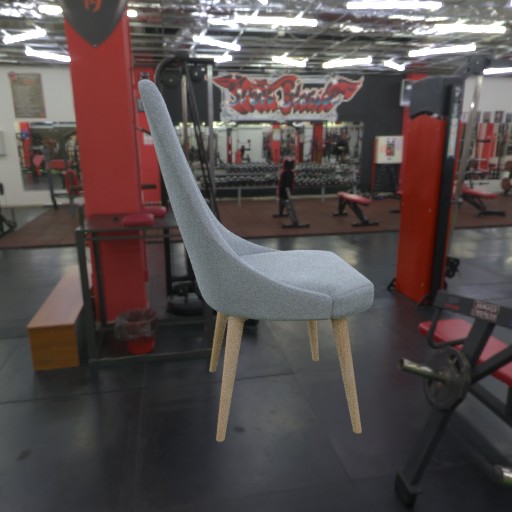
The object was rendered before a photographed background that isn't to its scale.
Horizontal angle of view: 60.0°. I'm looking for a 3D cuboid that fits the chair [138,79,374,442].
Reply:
[{"bbox_3d":[0.000,0.000,1.431,0.660,1.040,0.510,-2,15,-8],"label":"chair"}]
